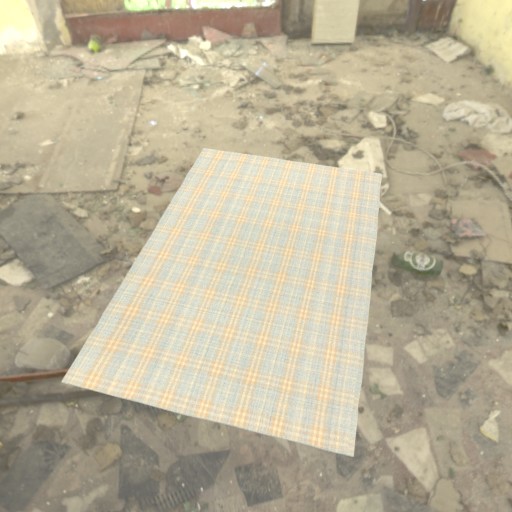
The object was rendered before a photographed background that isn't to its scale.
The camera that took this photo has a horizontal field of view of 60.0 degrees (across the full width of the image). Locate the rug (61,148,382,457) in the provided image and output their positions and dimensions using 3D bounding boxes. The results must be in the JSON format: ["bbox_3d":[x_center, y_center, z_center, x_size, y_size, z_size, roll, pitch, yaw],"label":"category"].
[{"bbox_3d":[0.000,0.000,2.367,1.231,0.012,1.835,11,47,10],"label":"rug"}]
